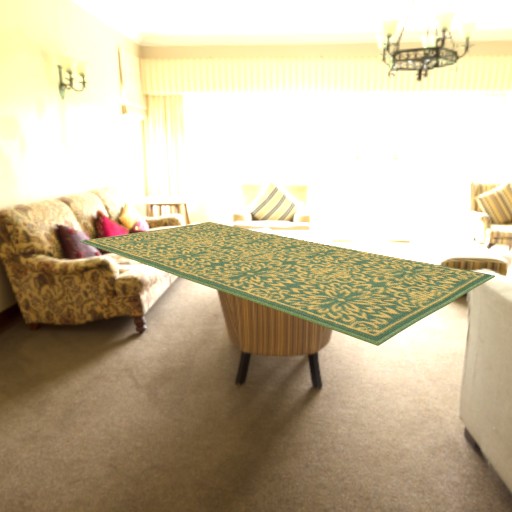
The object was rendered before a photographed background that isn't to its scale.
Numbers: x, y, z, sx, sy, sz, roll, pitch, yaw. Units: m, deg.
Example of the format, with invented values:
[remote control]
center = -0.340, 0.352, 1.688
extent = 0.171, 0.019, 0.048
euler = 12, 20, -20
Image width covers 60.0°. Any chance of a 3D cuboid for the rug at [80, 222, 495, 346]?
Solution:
[rug]
center = 0.000, 0.000, 1.404
extent = 0.604, 0.007, 1.219
euler = -13, 19, -43
